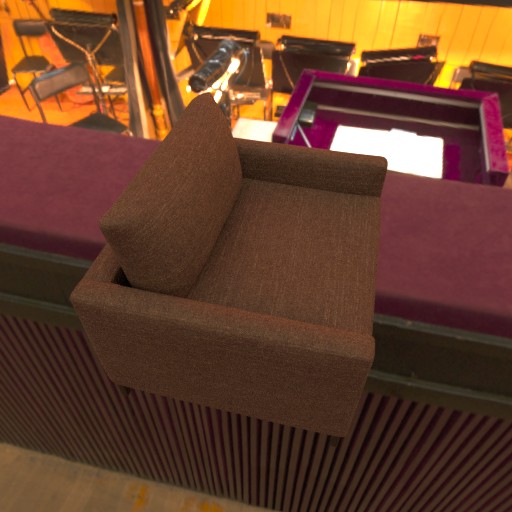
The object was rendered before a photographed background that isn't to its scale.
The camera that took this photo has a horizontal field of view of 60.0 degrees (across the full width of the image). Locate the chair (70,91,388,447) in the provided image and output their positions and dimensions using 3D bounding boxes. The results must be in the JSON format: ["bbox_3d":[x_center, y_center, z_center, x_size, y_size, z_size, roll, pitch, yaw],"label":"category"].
[{"bbox_3d":[0.000,0.000,1.577,0.845,0.841,0.940,10,47,10],"label":"chair"}]
